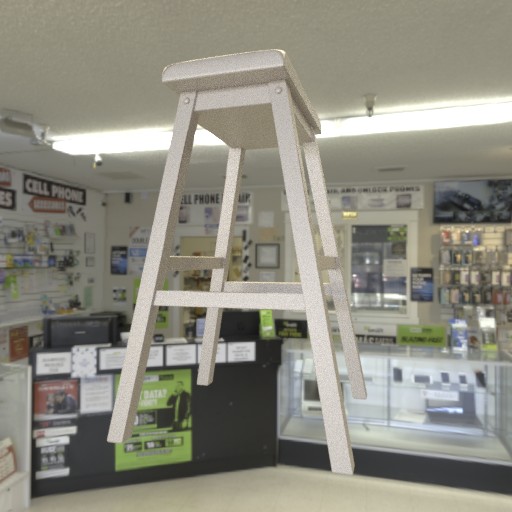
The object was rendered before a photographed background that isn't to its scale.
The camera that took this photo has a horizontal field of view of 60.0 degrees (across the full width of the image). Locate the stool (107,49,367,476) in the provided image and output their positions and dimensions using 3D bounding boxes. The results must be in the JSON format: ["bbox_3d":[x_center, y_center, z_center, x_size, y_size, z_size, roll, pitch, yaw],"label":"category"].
[{"bbox_3d":[0.000,0.000,1.027,0.476,0.737,0.457,0,-1,17],"label":"stool"}]
